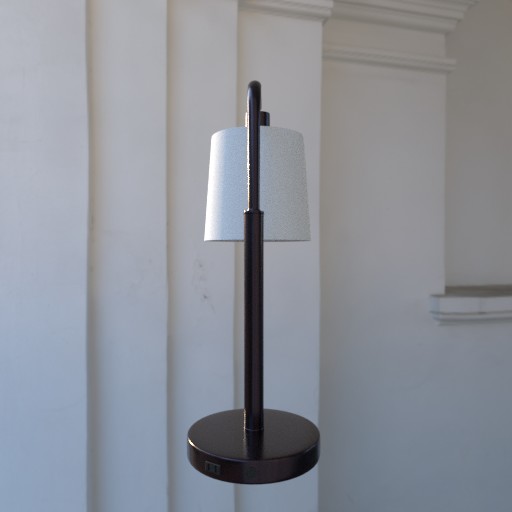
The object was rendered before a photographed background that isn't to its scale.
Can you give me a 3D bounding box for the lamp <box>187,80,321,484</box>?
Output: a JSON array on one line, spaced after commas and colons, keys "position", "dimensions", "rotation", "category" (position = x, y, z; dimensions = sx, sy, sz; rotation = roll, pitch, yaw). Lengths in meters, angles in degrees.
[{"position": [0.000, 0.000, 0.636], "dimensions": [0.171, 0.489, 0.333], "rotation": [0, 0, 2], "category": "lamp"}]
